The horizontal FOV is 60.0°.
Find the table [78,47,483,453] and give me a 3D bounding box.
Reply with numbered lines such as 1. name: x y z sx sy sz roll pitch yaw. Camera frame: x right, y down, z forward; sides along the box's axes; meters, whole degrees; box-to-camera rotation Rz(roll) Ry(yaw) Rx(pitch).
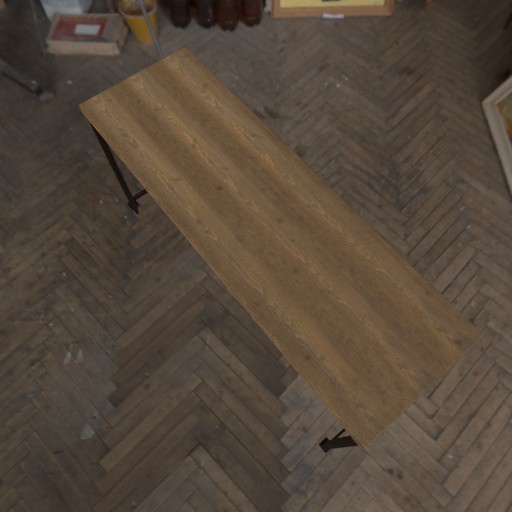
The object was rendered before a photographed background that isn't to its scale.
1. table: 0.000 0.000 2.059 0.551 0.902 1.700 -36 71 -15
